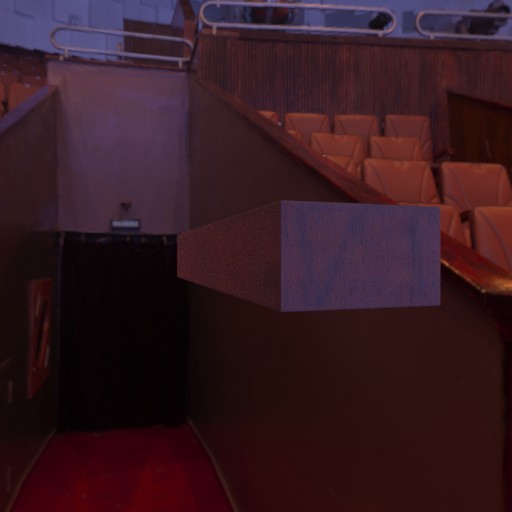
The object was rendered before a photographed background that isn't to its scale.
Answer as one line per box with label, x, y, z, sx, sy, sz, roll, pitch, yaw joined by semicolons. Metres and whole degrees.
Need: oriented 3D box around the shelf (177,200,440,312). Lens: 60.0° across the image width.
shelf;0.000;0.000;0.661;0.152;0.088;0.607;0;0;-18
